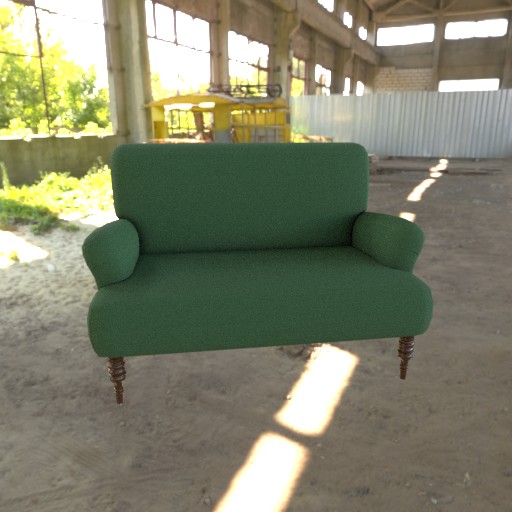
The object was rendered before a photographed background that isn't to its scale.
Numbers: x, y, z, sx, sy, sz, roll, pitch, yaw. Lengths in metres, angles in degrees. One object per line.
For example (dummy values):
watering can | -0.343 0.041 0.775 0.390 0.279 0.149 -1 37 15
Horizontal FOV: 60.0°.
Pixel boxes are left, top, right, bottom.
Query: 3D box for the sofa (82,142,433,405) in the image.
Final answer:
sofa | 0.000 0.000 1.836 1.297 0.889 0.779 -2 16 -8
